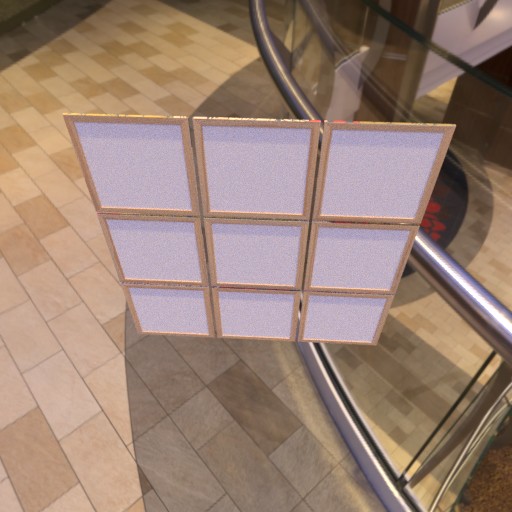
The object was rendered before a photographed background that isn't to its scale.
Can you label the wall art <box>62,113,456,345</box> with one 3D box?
[{"bbox_3d":[0.000,0.000,2.268,1.519,1.534,0.013,2,47,2],"label":"wall art"}]
